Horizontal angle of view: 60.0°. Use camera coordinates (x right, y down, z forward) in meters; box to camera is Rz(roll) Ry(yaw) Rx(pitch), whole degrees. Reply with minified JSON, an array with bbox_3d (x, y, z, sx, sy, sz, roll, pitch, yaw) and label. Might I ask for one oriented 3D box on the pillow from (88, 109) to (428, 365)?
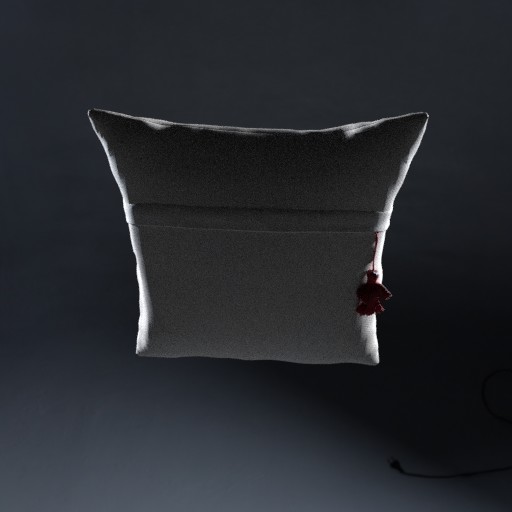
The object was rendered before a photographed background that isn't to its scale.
[{"bbox_3d":[0.000,0.000,0.679,0.433,0.436,0.173,1,30,2],"label":"pillow"}]
